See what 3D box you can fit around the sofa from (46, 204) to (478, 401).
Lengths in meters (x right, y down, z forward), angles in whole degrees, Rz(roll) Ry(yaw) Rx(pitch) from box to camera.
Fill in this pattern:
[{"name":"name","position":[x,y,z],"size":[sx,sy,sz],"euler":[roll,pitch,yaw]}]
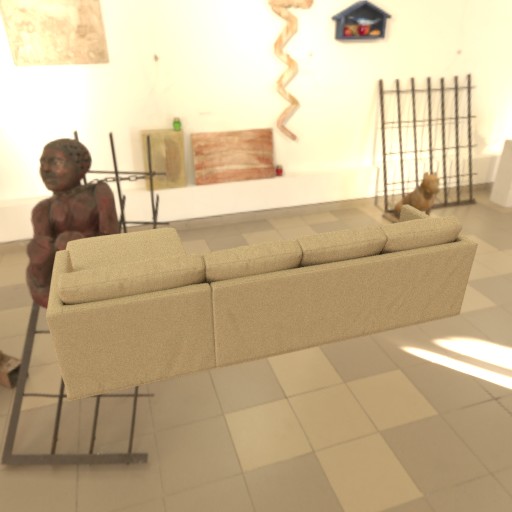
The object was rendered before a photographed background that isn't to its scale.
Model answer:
[{"name":"sofa","position":[0.000,0.000,3.850],"size":[3.177,0.867,1.622],"euler":[-9,29,-16]}]
